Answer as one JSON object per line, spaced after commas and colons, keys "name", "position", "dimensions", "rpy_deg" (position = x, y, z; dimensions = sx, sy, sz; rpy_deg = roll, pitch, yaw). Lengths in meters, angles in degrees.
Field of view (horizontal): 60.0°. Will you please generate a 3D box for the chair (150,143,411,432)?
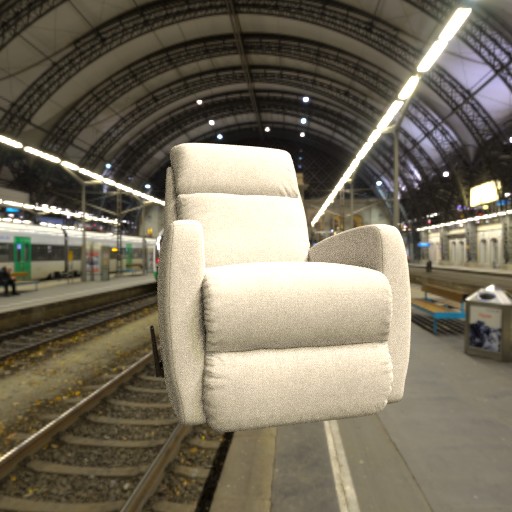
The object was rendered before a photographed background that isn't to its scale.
{"name": "chair", "position": [0.000, 0.000, 1.697], "dimensions": [0.812, 1.015, 0.941], "rpy_deg": [0, 0, -17]}
